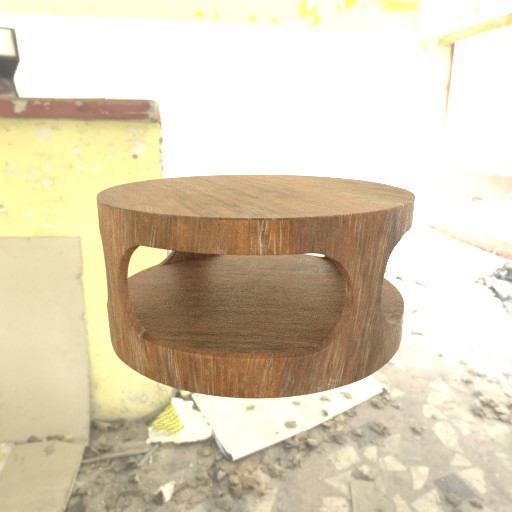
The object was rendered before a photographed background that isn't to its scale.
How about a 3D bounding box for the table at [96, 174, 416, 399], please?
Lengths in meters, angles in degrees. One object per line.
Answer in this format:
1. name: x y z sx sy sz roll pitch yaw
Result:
1. table: 0.000 0.000 1.493 0.974 0.450 0.974 0 16 0
